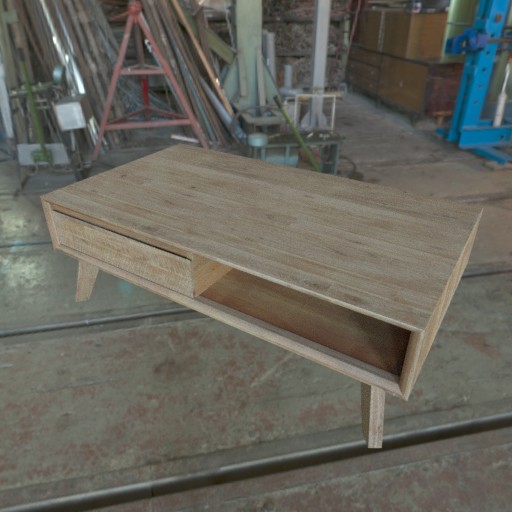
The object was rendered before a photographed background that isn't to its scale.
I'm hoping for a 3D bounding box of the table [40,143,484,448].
[{"bbox_3d":[0.000,0.000,1.987,1.619,0.531,0.918,18,36,28],"label":"table"}]
